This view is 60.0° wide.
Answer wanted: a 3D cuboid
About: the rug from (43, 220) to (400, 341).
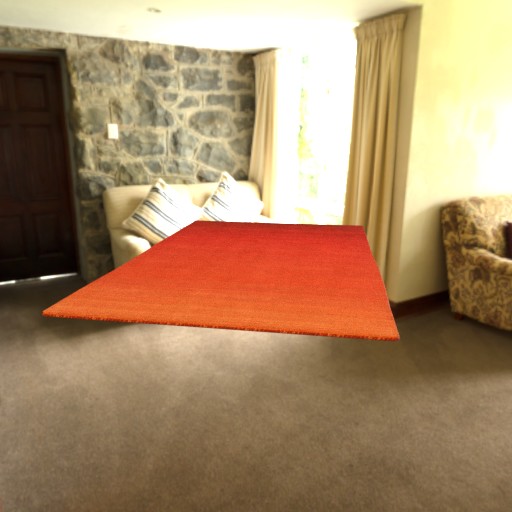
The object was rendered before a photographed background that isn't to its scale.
[{"bbox_3d":[0.000,0.000,2.334,1.230,0.018,1.835,2,15,9],"label":"rug"}]
